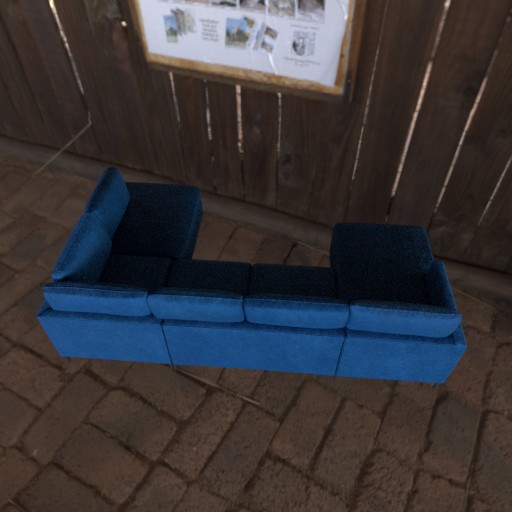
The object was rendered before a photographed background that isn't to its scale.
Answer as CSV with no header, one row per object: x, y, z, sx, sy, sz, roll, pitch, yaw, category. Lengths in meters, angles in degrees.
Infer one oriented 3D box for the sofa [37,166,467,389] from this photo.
0.000,0.000,4.324,3.434,0.992,2.055,3,47,3,sofa
